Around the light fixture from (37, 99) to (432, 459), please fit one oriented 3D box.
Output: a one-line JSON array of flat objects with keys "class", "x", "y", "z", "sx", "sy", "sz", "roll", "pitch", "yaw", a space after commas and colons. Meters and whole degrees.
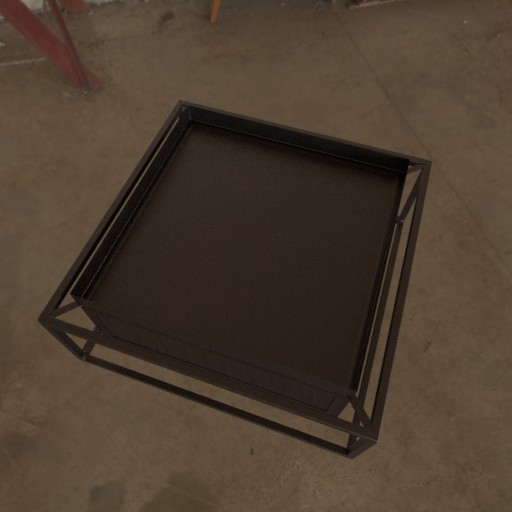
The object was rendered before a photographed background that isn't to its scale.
[{"class": "light fixture", "x": 0.000, "y": 0.000, "z": 0.693, "sx": 0.441, "sy": 0.191, "sz": 0.441, "roll": 17, "pitch": 60, "yaw": 10}]
